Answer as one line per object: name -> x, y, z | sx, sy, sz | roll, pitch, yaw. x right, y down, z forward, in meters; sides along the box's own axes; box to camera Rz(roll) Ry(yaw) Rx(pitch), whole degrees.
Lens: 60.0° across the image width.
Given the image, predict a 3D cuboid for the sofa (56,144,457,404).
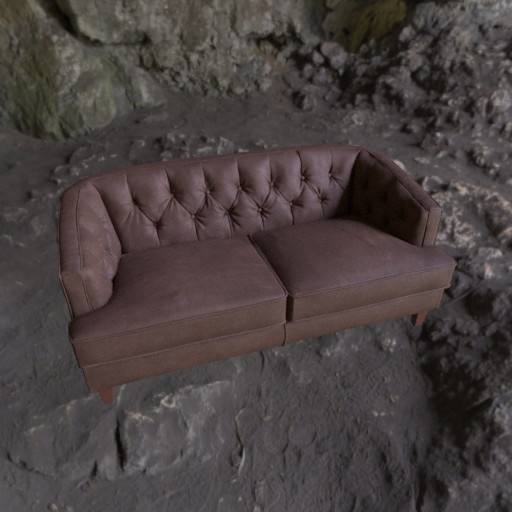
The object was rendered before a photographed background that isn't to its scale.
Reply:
sofa -> 0.000, 0.000, 2.244 | 1.767, 0.799, 0.917 | -10, 34, -16
